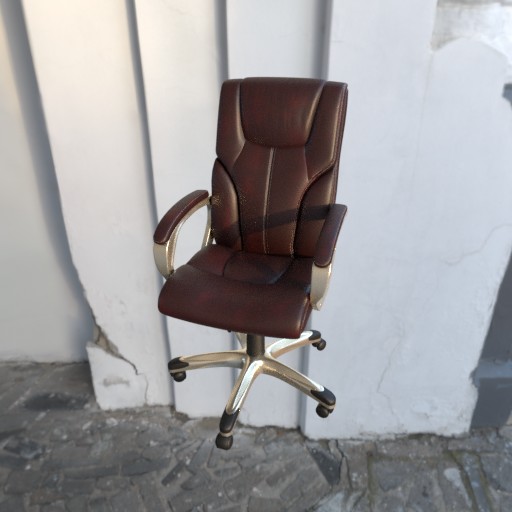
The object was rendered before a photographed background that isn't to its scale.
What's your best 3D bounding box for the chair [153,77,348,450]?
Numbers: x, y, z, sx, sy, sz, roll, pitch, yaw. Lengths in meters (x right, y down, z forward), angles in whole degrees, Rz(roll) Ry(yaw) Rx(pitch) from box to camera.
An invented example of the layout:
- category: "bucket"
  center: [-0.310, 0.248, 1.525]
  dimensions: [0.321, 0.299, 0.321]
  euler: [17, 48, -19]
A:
- category: "chair"
  center: [0.000, 0.000, 1.541]
  dimensions: [0.662, 1.107, 0.739]
  euler: [8, 28, 16]
